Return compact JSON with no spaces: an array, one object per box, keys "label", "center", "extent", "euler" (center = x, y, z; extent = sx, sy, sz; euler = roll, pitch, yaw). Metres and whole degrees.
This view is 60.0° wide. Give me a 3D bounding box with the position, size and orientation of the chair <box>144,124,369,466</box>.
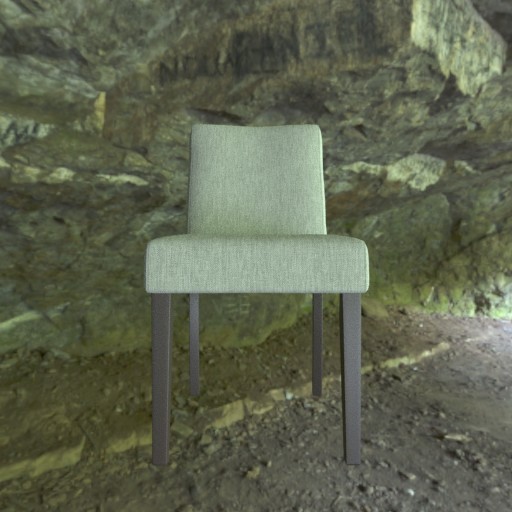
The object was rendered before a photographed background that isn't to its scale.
[{"label":"chair","center":[0.000,0.000,1.232],"extent":[0.487,0.884,0.629],"euler":[0,0,0]}]
